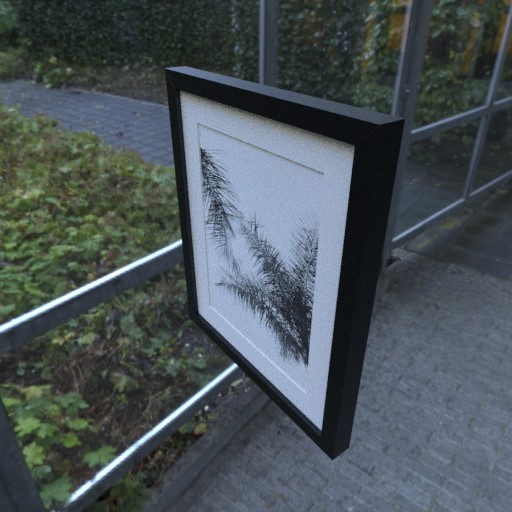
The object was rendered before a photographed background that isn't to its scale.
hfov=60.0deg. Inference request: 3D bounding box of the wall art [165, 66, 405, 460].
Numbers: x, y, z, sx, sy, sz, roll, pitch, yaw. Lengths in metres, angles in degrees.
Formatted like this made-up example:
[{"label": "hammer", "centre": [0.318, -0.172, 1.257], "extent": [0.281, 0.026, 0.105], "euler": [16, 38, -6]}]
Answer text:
[{"label": "wall art", "centre": [0.000, 0.000, 0.527], "extent": [0.028, 0.380, 0.325], "euler": [-21, 37, -31]}]
